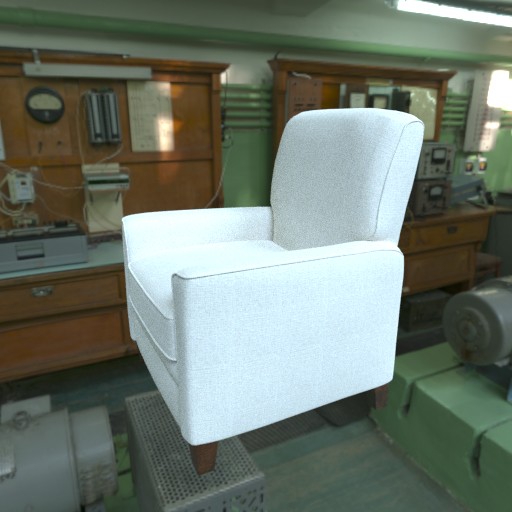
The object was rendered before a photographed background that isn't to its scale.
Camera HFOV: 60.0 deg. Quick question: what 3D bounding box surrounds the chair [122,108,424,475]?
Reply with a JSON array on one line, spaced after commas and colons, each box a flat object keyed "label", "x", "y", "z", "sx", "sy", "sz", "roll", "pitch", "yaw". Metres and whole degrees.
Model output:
[{"label": "chair", "x": 0.000, "y": 0.000, "z": 1.619, "sx": 0.858, "sy": 1.028, "sz": 0.841, "roll": -9, "pitch": 19, "yaw": -26}]
